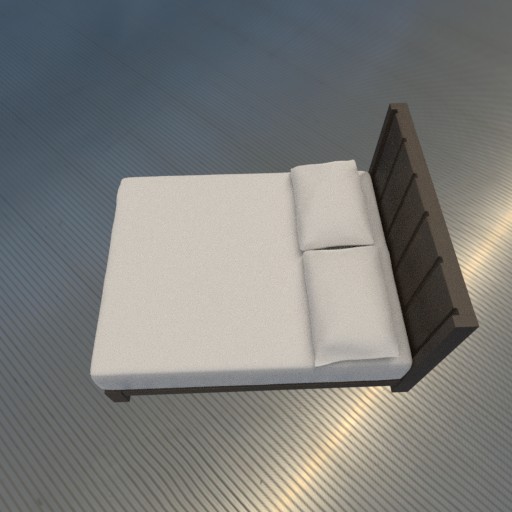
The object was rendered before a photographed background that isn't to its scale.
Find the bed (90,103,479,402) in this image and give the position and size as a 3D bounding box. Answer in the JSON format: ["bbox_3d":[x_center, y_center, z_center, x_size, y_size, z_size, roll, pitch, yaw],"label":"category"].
[{"bbox_3d":[0.000,0.000,3.256,2.242,1.270,1.727,-2,58,-1],"label":"bed"}]
